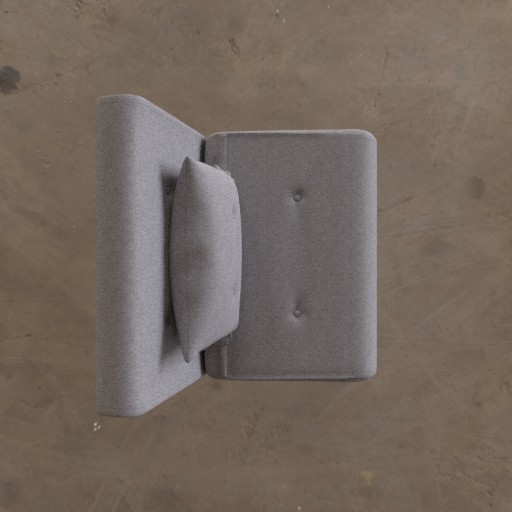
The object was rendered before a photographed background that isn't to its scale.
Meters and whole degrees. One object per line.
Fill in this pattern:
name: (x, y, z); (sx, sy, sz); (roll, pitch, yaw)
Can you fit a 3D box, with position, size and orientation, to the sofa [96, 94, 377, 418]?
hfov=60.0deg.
sofa: (0.000, 0.000, 1.748); (1.000, 0.825, 1.020); (0, 90, 0)
